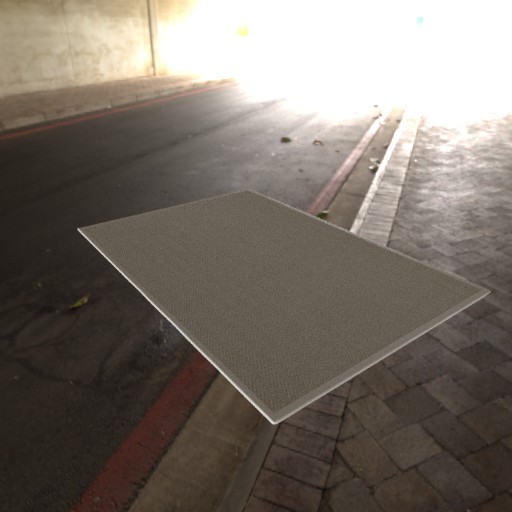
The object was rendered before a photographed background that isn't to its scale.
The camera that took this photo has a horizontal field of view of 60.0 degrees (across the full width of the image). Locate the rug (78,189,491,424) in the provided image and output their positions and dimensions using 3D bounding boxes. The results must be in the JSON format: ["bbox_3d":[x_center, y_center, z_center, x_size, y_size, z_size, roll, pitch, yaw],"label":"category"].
[{"bbox_3d":[0.000,0.000,2.804,1.532,0.017,2.244,-19,32,-33],"label":"rug"}]
